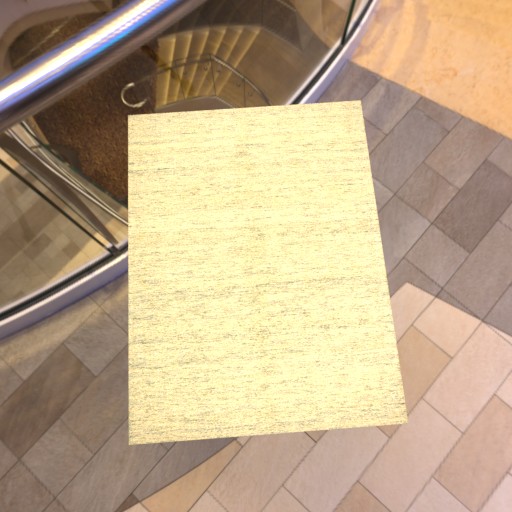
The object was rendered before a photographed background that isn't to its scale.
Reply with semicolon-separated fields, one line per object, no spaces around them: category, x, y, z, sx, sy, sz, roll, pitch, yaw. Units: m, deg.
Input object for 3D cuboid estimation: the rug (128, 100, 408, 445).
rug;0.000;0.000;4.240;2.437;0.014;3.201;-4;76;-1
